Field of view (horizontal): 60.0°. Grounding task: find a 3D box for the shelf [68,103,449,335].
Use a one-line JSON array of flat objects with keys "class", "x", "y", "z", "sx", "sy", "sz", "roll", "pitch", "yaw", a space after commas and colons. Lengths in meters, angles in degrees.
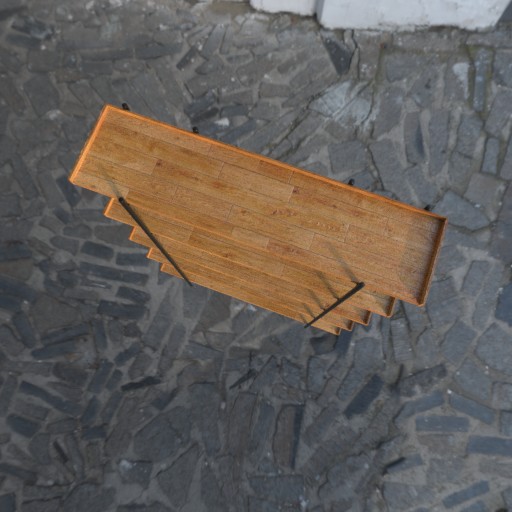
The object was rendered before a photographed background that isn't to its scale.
[{"class": "shelf", "x": 0.000, "y": 0.000, "z": 2.504, "sx": 1.371, "sy": 1.826, "sz": 0.379, "roll": 20, "pitch": 77, "yaw": 5}]
